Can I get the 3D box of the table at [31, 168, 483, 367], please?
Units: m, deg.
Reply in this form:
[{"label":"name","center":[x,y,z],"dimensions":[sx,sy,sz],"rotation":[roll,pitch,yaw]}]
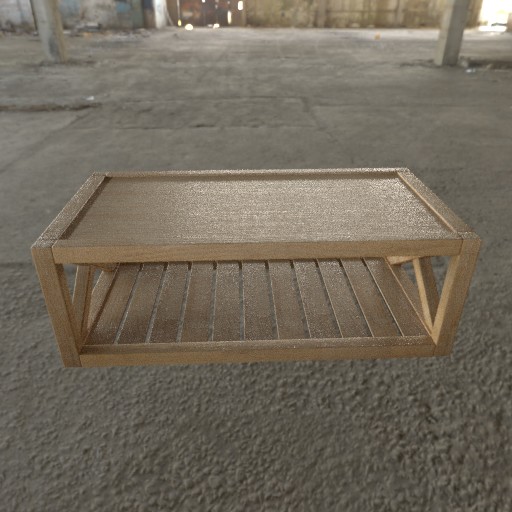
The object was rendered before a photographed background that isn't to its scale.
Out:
[{"label":"table","center":[0.000,0.000,1.676],"dimensions":[1.321,0.457,0.660],"rotation":[-1,30,-2]}]
